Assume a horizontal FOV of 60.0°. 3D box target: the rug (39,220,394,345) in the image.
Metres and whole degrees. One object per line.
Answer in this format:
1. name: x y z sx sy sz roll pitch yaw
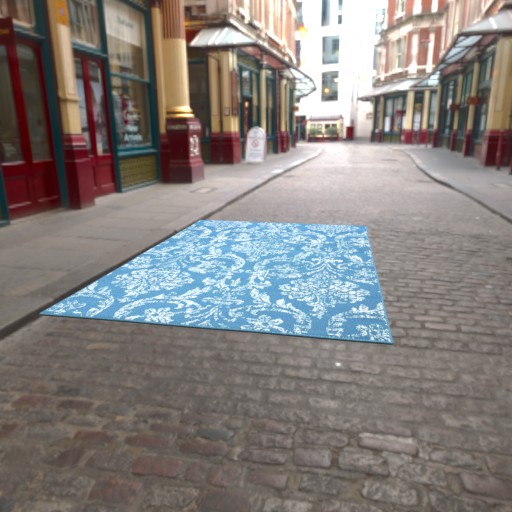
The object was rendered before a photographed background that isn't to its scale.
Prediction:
1. rug: 0.000 0.000 2.326 1.211 0.012 1.833 3 15 11
